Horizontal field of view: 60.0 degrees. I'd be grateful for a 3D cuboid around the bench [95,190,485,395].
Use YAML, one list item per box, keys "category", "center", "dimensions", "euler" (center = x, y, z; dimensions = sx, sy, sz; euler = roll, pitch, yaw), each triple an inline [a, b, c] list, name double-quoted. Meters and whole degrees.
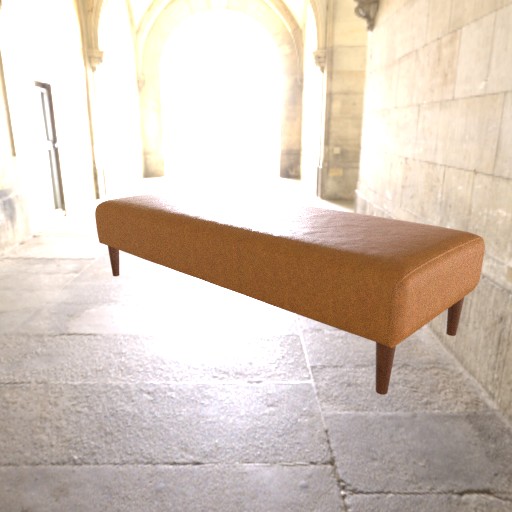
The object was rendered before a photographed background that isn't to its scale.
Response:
- category: "bench"
  center: [0.000, 0.000, 1.876]
  dimensions: [1.610, 0.399, 0.653]
  euler: [15, 22, 42]
